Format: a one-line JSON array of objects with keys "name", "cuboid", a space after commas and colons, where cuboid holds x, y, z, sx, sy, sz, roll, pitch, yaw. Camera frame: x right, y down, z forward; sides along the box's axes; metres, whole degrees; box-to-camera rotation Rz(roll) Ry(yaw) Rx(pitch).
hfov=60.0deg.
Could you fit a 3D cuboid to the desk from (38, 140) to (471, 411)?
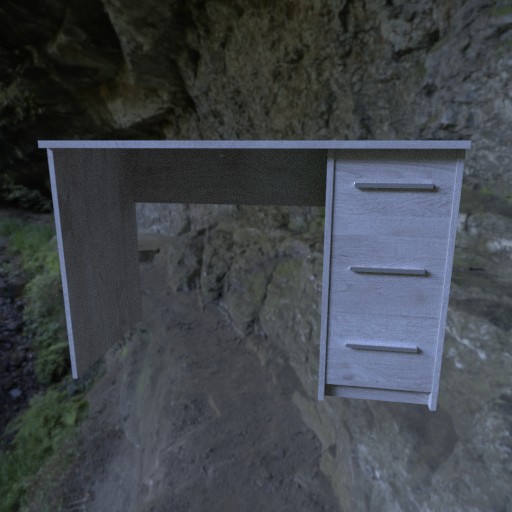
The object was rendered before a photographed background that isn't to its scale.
[{"name": "desk", "cuboid": [0.000, 0.000, 1.464, 1.097, 0.735, 0.560, 2, 15, 9]}]
